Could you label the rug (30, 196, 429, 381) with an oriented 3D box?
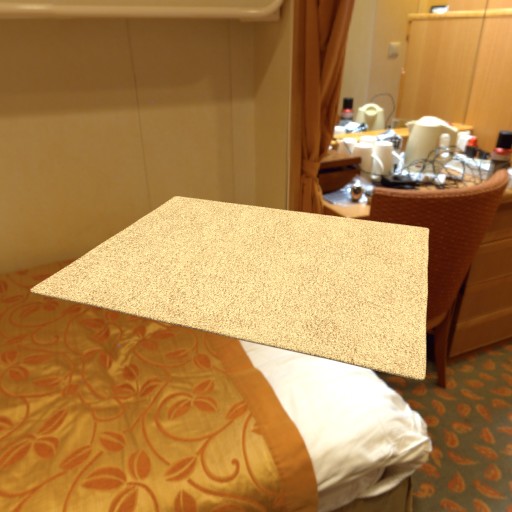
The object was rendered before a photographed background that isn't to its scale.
[{"bbox_3d":[0.000,0.000,4.157,3.047,0.029,2.438,9,28,17],"label":"rug"}]
